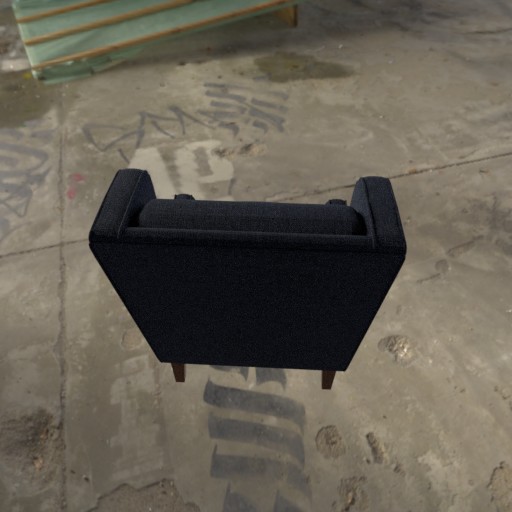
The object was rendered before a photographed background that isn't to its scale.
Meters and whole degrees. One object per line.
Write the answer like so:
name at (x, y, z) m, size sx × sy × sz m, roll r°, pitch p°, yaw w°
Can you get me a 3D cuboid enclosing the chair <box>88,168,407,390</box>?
chair at (0.000, 0.000, 1.733) m, size 0.764 × 1.072 × 0.947 m, roll 2°, pitch 46°, yaw 2°
